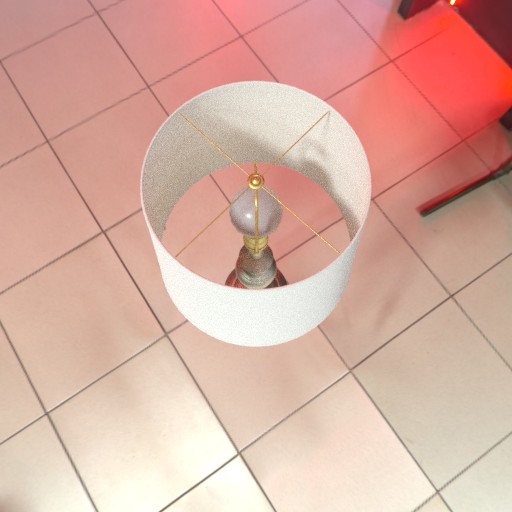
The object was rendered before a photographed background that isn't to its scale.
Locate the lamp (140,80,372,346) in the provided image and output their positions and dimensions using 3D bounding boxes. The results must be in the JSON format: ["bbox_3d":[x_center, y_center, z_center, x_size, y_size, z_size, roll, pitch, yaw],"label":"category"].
[{"bbox_3d":[0.000,0.000,0.797,0.328,0.619,0.328,0,73,0],"label":"lamp"}]
